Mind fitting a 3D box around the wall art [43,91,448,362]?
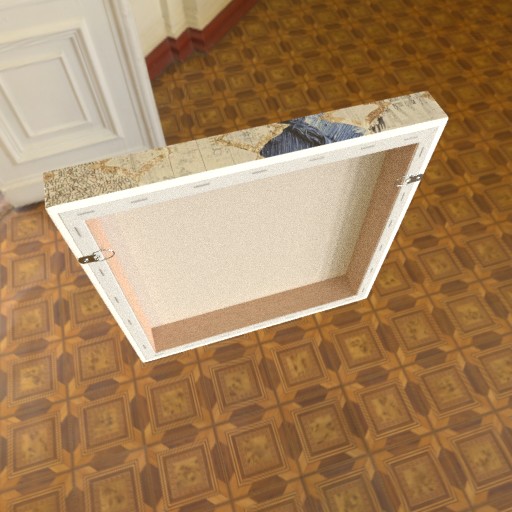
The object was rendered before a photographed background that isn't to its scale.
[{"bbox_3d":[0.000,0.000,0.453,0.303,0.304,0.036,-15,58,-9],"label":"wall art"}]
